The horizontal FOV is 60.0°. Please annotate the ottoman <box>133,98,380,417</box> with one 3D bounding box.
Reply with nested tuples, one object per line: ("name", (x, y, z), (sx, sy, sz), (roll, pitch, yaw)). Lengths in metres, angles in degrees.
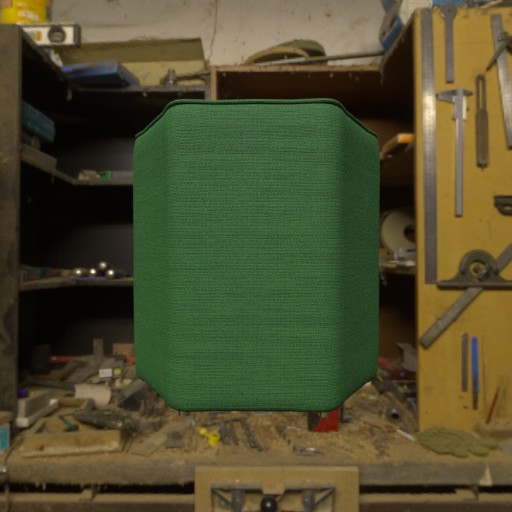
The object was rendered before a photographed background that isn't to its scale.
("ottoman", (0.000, 0.000, 0.900), (0.499, 0.507, 0.444), (0, 0, 1))
